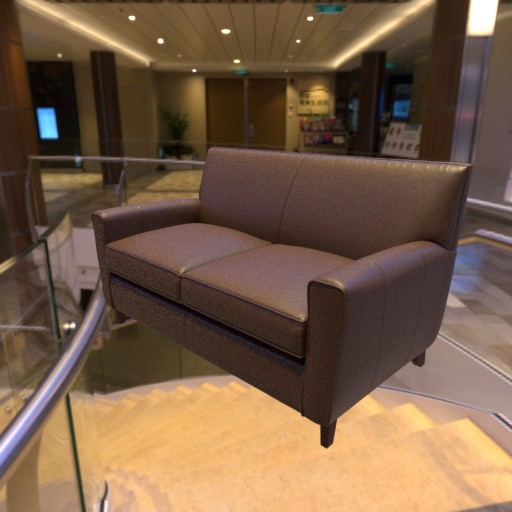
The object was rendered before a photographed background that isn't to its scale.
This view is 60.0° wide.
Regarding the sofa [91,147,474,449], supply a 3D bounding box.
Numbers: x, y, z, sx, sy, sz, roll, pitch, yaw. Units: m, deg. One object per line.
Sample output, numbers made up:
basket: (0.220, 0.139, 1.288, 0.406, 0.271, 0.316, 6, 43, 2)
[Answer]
sofa: (0.000, 0.000, 1.987, 1.468, 0.859, 0.853, 16, 23, 42)
